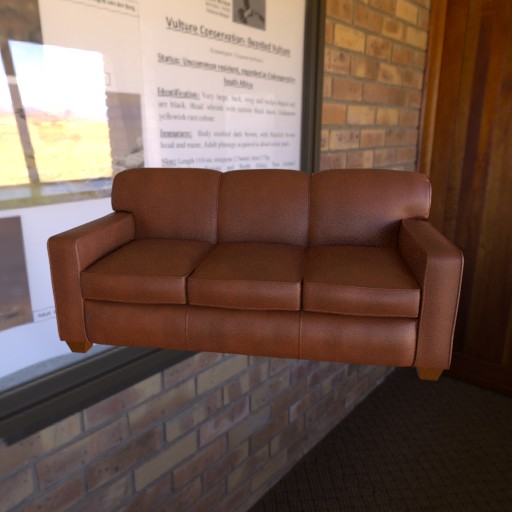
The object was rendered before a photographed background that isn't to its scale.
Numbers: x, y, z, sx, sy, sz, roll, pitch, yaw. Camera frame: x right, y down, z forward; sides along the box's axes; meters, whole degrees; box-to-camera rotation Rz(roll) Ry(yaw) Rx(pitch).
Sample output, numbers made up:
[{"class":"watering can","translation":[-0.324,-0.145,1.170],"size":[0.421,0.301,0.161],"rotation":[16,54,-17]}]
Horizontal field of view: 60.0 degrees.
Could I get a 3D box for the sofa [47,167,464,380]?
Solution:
[{"class":"sofa","translation":[0.000,0.000,2.570],"size":[2.039,0.953,1.008],"rotation":[2,16,8]}]
